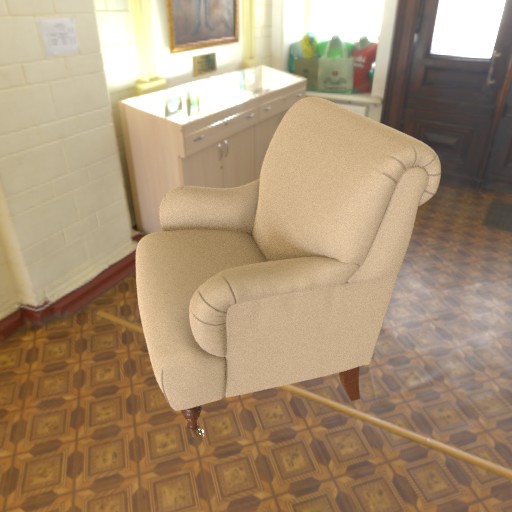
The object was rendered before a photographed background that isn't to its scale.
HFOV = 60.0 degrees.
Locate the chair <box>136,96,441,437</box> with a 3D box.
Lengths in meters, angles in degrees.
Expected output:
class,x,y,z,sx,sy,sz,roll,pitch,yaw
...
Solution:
class,x,y,z,sx,sy,sz,roll,pitch,yaw
chair,0.000,0.000,1.563,0.842,0.942,0.766,-9,31,-15
